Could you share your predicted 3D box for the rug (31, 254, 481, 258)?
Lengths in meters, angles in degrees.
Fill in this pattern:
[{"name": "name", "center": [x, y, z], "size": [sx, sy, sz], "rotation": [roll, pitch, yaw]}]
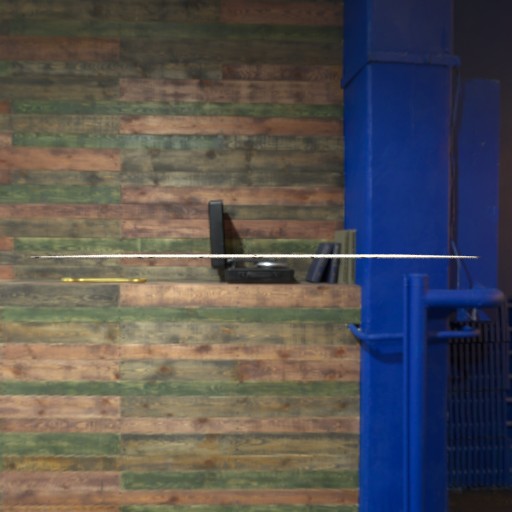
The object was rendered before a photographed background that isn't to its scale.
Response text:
[{"name": "rug", "center": [0.000, 0.000, 3.180], "size": [2.465, 0.008, 1.526], "rotation": [0, 1, 0]}]
